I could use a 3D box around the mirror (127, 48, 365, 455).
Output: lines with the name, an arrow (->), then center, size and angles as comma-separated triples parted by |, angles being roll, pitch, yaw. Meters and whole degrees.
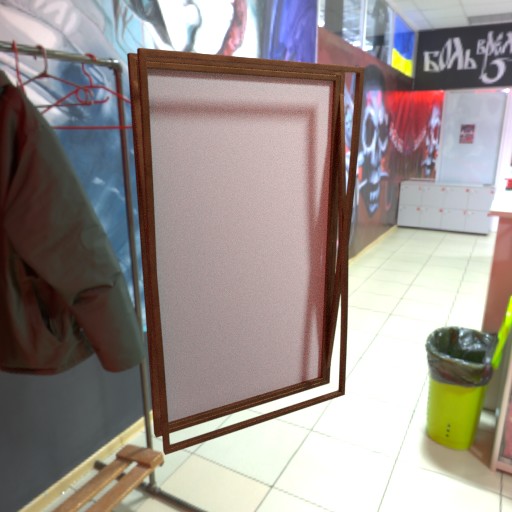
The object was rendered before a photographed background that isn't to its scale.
mirror -> 0.000, 0.000, 0.944 | 0.468, 0.768, 0.082 | -8, 17, -27
